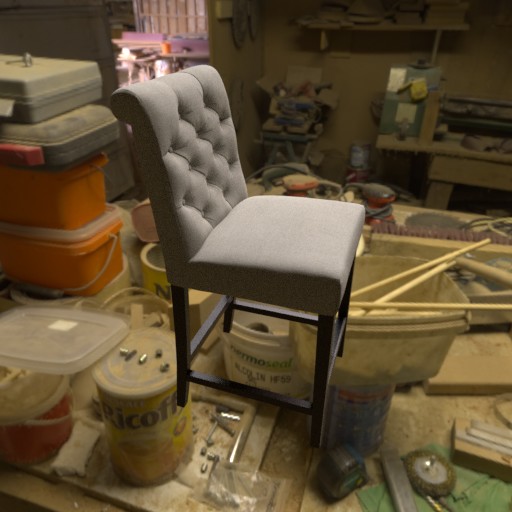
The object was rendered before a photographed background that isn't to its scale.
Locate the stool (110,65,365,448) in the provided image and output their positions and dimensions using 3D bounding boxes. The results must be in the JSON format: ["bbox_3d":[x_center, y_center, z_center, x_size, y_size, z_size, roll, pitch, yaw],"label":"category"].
[{"bbox_3d":[0.000,0.000,1.385,0.601,1.040,0.493,10,32,16],"label":"stool"}]
